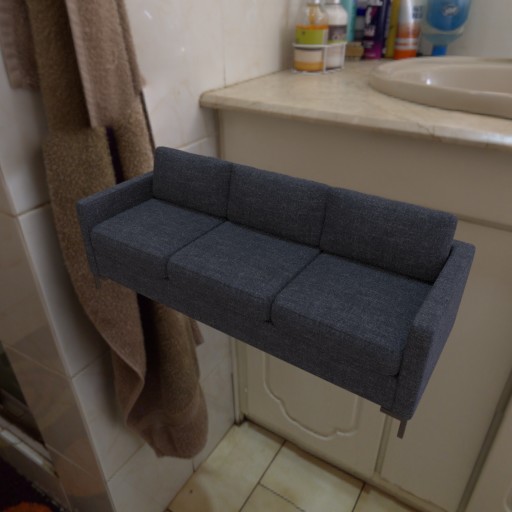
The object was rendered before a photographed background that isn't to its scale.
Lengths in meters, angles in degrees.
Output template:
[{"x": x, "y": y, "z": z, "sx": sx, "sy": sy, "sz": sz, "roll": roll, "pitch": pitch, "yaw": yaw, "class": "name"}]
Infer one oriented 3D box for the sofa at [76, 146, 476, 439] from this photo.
[{"x": 0.000, "y": 0.000, "z": 2.652, "sx": 2.218, "sy": 0.874, "sz": 0.859, "roll": 19, "pitch": 36, "yaw": 29, "class": "sofa"}]
